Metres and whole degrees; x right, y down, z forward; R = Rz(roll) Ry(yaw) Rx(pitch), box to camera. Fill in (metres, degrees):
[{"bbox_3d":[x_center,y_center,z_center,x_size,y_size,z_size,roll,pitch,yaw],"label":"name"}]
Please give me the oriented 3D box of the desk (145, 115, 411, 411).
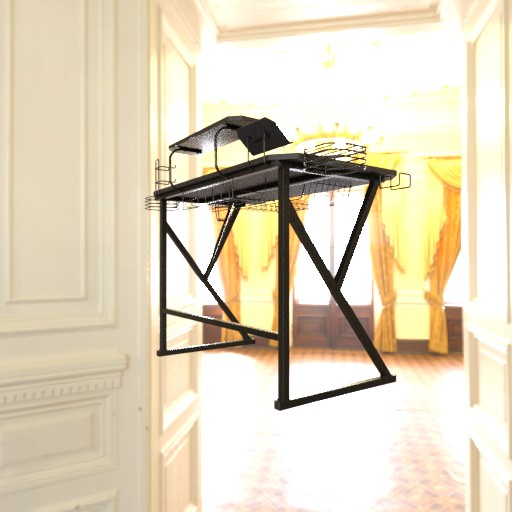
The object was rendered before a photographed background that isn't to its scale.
[{"bbox_3d":[0.000,0.000,1.740,0.580,0.880,1.290,0,-1,-35],"label":"desk"}]
